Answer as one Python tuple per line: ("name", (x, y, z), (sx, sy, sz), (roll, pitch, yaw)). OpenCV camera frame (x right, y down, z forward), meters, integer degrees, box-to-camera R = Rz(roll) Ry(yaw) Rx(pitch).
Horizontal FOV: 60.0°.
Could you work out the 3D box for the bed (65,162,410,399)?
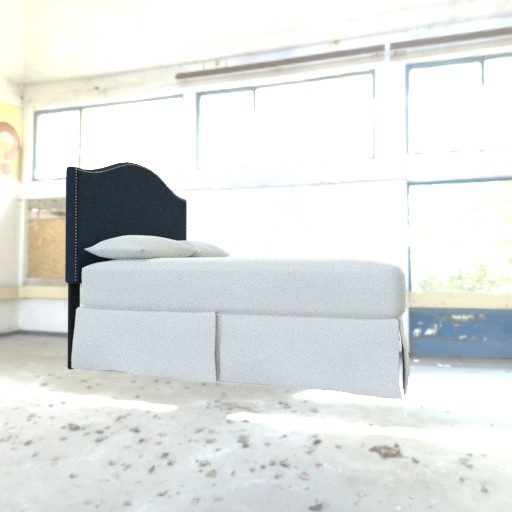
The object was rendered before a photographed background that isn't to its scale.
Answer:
("bed", (0.000, 0.000, 3.331), (2.153, 1.518, 1.725), (0, -1, 18))
